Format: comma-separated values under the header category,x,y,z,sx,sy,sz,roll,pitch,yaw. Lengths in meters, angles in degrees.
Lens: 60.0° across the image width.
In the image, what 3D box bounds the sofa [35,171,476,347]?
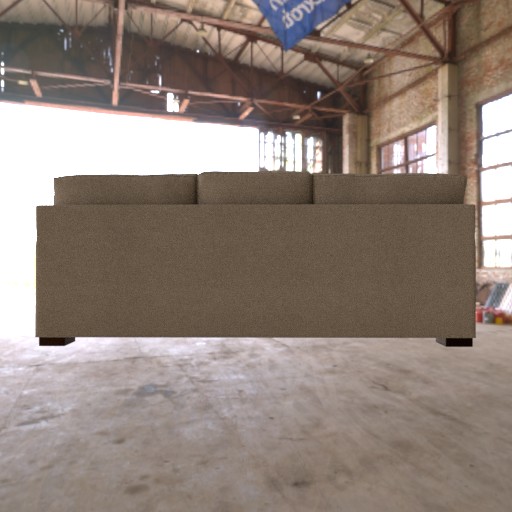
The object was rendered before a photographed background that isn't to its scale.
category,x,y,z,sx,sy,sz,roll,pitch,yaw
sofa,0.000,0.000,2.827,2.087,0.861,1.496,0,0,1
